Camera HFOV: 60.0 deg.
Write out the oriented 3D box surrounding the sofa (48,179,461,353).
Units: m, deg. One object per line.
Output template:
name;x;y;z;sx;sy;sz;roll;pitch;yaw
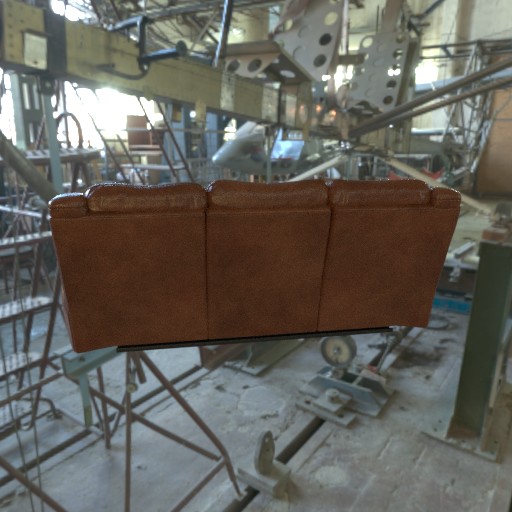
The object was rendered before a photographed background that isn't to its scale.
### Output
sofa;0.000;0.000;2.878;2.337;1.043;0.991;-2;14;-10
